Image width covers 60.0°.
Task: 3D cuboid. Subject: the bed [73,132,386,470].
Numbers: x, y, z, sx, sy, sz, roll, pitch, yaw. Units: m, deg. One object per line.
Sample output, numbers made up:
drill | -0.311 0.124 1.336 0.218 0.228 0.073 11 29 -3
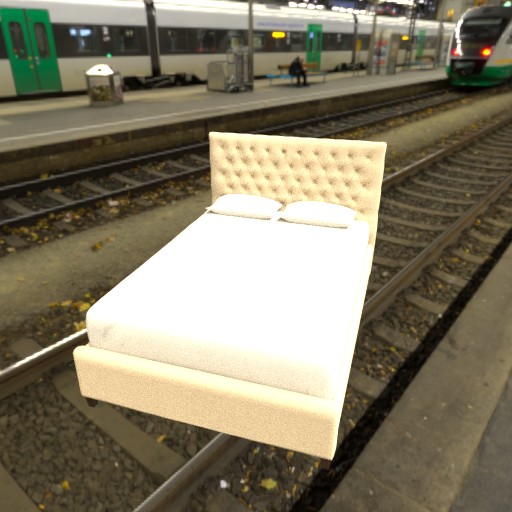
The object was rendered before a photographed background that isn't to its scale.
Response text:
bed | 0.000 0.000 3.456 1.698 1.427 2.387 8 27 16
